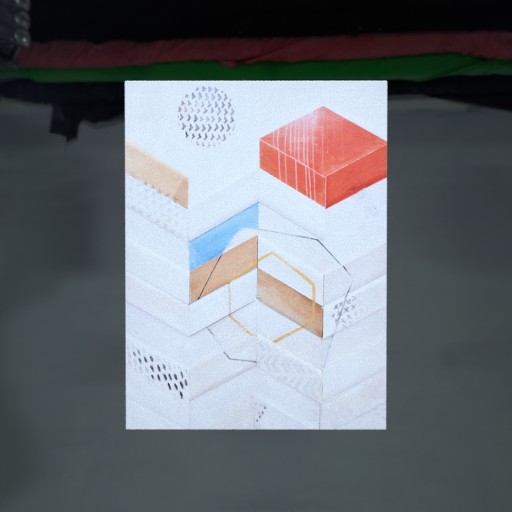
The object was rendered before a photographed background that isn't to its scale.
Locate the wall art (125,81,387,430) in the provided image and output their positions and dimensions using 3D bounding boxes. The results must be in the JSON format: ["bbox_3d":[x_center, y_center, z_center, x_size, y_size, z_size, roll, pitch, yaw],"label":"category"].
[{"bbox_3d":[0.000,0.000,1.572,0.914,1.221,0.046,0,1,0],"label":"wall art"}]
